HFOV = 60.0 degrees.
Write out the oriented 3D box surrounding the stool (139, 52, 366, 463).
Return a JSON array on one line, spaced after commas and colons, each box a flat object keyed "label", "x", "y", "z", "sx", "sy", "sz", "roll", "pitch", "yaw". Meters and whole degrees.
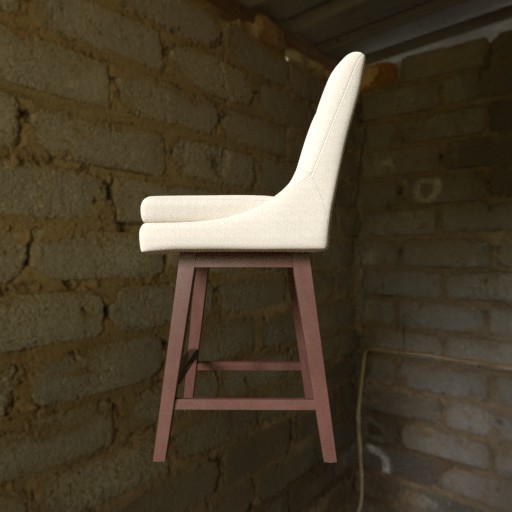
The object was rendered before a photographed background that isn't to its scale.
[{"label": "stool", "x": 0.000, "y": 0.000, "z": 1.277, "sx": 0.559, "sy": 0.991, "sz": 0.483, "roll": 0, "pitch": 0, "yaw": 1}]
